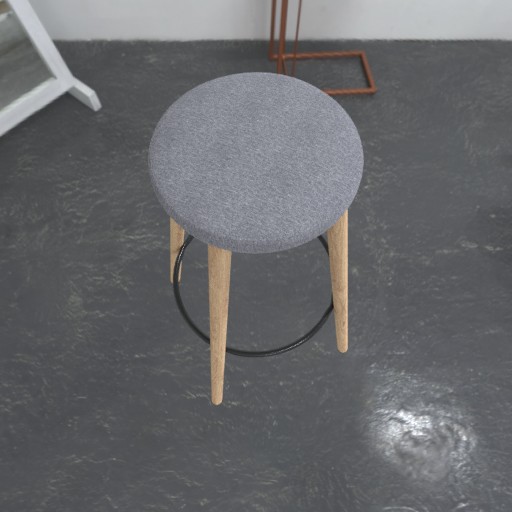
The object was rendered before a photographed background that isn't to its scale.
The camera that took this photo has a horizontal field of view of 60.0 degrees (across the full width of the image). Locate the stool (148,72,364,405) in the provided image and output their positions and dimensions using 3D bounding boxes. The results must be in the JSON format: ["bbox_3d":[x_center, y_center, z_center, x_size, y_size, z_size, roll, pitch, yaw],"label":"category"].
[{"bbox_3d":[0.000,0.000,0.977,0.410,0.770,0.410,-20,65,-9],"label":"stool"}]
